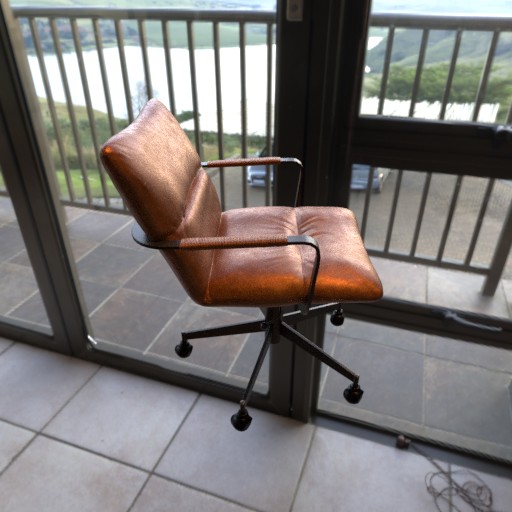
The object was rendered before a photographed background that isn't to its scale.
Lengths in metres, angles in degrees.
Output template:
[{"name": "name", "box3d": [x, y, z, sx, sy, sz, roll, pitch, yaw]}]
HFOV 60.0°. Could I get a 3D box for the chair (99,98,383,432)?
[{"name": "chair", "box3d": [0.000, 0.000, 1.496, 0.754, 0.922, 0.727, 1, 31, 1]}]
